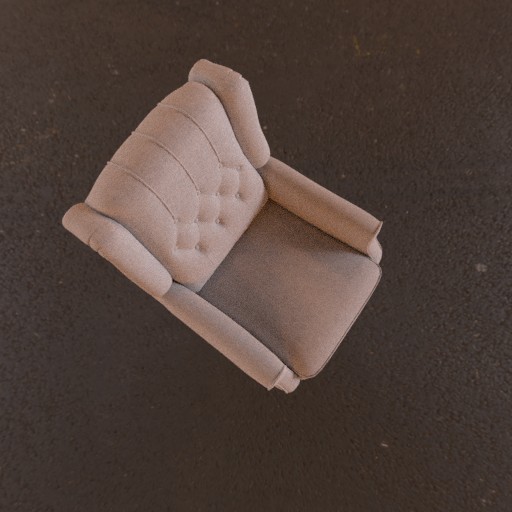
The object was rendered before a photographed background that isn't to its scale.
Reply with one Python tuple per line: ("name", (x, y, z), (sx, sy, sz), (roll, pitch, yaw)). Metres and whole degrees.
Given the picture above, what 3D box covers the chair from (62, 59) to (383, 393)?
("chair", (0.000, 0.000, 1.678), (0.902, 1.035, 0.742), (35, 78, 8))
